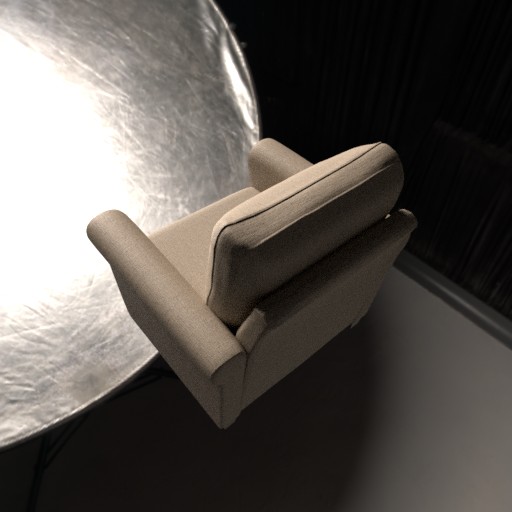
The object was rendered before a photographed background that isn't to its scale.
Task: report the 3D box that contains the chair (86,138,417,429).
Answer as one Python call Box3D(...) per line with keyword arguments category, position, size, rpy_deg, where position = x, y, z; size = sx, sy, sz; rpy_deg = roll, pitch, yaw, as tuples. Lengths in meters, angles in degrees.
Box3D(category="chair", position=(0.000, 0.000, 2.307), size=(1.275, 1.349, 1.180), rpy_deg=(-31, 53, -27))
